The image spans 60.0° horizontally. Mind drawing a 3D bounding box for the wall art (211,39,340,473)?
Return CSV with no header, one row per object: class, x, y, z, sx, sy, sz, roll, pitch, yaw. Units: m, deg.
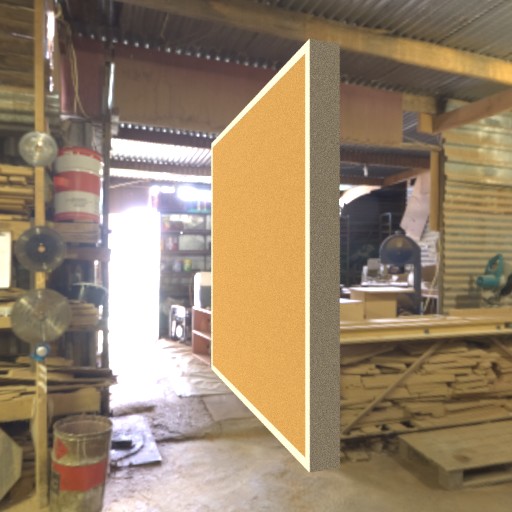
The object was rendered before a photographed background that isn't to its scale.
wall art,0.000,0.000,0.767,0.040,0.509,0.509,0,0,-19
